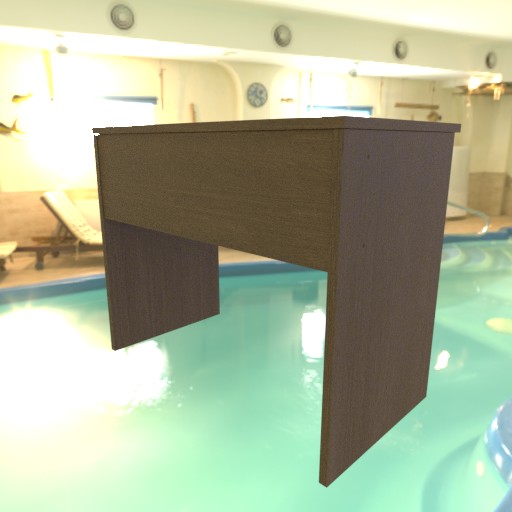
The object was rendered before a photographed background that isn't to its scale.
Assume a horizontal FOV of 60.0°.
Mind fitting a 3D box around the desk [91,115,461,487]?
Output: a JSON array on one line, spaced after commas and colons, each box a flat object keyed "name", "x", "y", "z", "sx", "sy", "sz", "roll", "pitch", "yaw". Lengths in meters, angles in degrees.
[{"name": "desk", "x": 0.000, "y": 0.000, "z": 1.284, "sx": 0.893, "sy": 0.724, "sz": 0.498, "roll": 14, "pitch": 20, "yaw": 43}]
